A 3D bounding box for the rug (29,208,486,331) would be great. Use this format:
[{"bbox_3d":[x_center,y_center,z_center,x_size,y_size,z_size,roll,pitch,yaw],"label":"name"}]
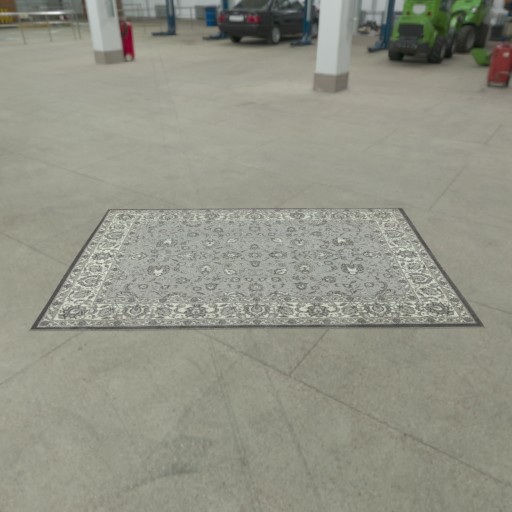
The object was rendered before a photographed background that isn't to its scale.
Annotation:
[{"bbox_3d":[0.000,0.000,3.005,2.438,0.011,1.524,0,31,0],"label":"rug"}]
